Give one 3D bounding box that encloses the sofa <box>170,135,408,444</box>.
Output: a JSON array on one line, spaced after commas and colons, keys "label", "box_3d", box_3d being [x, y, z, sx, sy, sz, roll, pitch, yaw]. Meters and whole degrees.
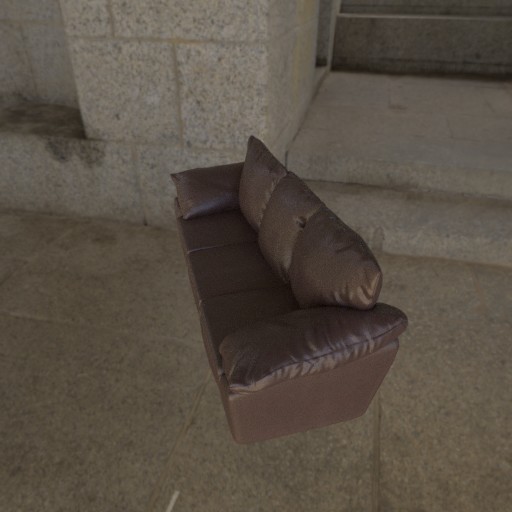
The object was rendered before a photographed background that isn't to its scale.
[{"label": "sofa", "box_3d": [0.000, 0.000, 2.980, 0.907, 1.091, 2.390, -8, 33, -13]}]
